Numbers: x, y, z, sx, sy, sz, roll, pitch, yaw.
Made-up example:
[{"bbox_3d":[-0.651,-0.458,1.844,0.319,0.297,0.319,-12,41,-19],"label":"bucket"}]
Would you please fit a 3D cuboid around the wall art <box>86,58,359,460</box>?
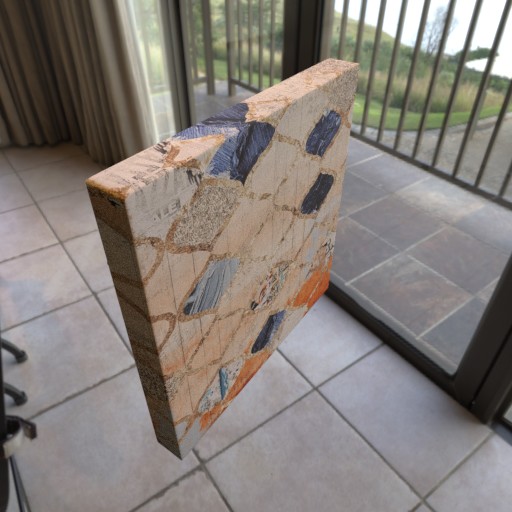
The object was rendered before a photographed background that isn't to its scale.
[{"bbox_3d":[0.000,0.000,0.443,0.036,0.304,0.303,24,45,27],"label":"wall art"}]
